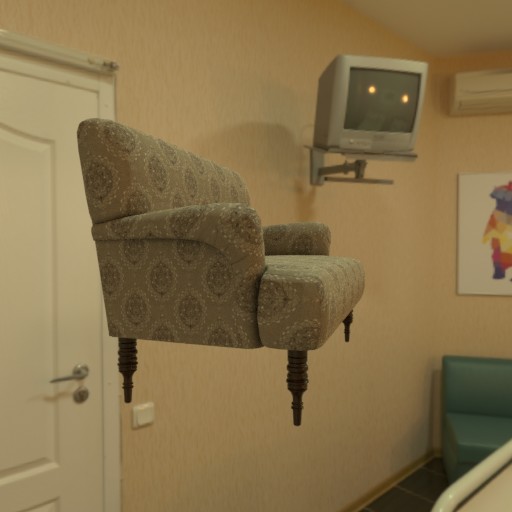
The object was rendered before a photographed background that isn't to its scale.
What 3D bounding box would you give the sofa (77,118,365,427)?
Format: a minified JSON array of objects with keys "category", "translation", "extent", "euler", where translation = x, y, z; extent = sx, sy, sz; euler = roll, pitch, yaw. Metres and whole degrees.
[{"category":"sofa","translation":[0.000,0.000,1.800],"extent":[0.779,0.889,1.297],"euler":[1,2,19]}]
